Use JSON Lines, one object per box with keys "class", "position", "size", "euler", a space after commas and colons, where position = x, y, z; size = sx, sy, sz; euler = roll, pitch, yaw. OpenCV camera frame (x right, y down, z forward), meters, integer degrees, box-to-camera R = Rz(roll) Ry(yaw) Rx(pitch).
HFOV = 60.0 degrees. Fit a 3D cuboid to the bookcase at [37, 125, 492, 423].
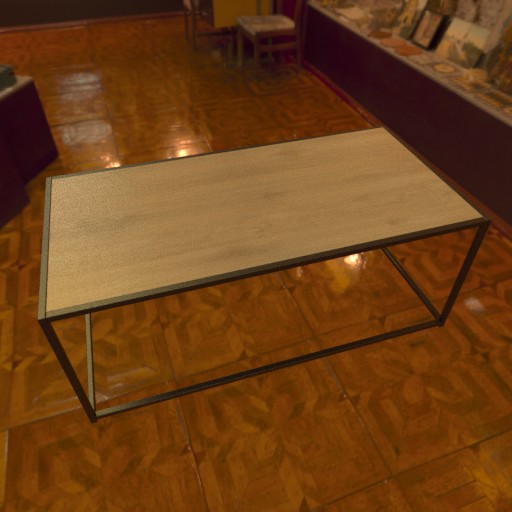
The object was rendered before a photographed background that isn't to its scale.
{"class": "bookcase", "position": [0.000, 0.000, 1.232], "size": [1.000, 0.400, 0.500], "euler": [-12, 44, -13]}
